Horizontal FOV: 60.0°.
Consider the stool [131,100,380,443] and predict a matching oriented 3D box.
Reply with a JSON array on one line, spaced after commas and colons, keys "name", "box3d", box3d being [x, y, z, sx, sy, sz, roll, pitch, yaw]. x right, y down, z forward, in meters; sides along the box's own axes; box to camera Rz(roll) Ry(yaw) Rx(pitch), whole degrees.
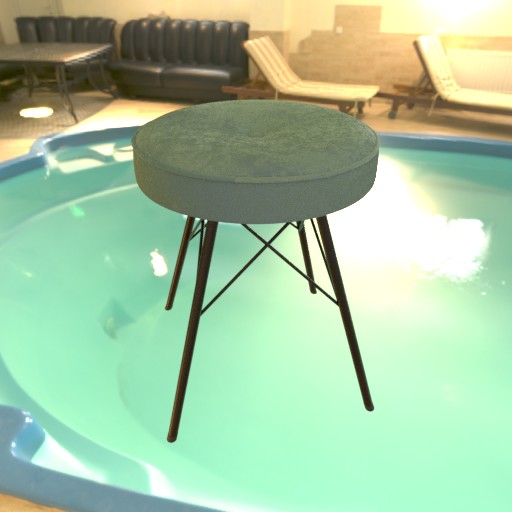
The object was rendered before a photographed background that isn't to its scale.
[{"name": "stool", "box3d": [0.000, 0.000, 0.870, 0.458, 0.519, 0.457, -1, 32, -1]}]
